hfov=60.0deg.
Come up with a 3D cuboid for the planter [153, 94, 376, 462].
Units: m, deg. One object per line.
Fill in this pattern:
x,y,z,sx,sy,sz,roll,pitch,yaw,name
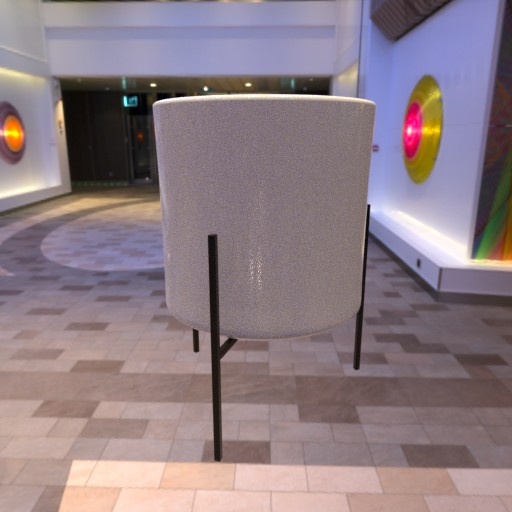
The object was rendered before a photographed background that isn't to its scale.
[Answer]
0.000,0.000,0.741,0.361,0.480,0.360,15,21,43,planter
